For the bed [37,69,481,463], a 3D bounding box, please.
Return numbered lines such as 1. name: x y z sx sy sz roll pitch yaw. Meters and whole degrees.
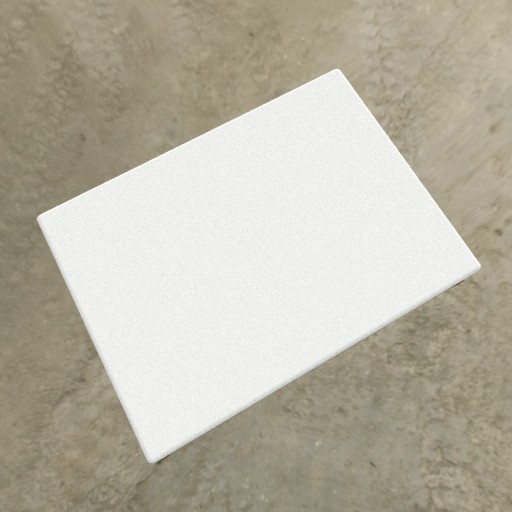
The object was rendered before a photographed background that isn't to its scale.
1. bed: 0.000 0.000 2.761 2.050 0.593 1.529 -29 76 -8
